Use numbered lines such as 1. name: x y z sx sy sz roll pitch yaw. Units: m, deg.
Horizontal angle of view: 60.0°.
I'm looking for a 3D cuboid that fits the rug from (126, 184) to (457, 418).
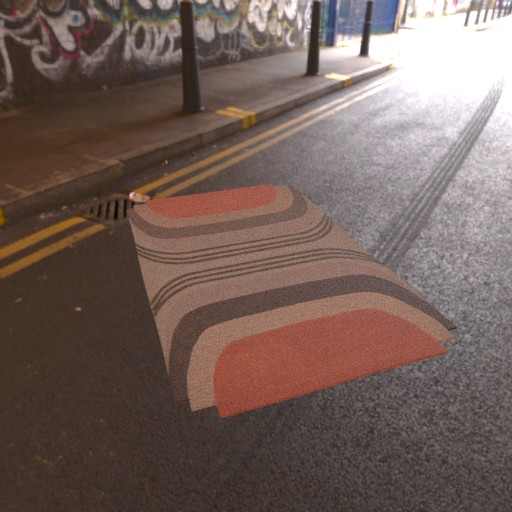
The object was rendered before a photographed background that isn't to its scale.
1. rug: 0.000 0.000 3.041 1.530 0.017 2.446 -10 32 -17
